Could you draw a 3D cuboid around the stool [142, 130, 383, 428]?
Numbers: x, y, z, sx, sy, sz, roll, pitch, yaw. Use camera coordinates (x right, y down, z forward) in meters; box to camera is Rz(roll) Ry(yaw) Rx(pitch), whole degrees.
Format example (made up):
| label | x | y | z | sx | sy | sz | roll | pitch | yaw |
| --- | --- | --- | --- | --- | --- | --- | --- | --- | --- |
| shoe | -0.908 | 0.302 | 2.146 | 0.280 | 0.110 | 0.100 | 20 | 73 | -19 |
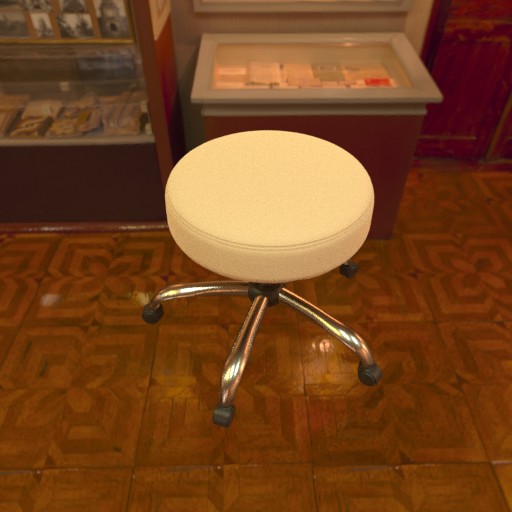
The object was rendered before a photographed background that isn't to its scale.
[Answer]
| label | x | y | z | sx | sy | sz | roll | pitch | yaw |
| --- | --- | --- | --- | --- | --- | --- | --- | --- | --- |
| stool | 0.000 | 0.000 | 1.052 | 0.614 | 0.482 | 0.634 | 1 | 43 | 1 |
